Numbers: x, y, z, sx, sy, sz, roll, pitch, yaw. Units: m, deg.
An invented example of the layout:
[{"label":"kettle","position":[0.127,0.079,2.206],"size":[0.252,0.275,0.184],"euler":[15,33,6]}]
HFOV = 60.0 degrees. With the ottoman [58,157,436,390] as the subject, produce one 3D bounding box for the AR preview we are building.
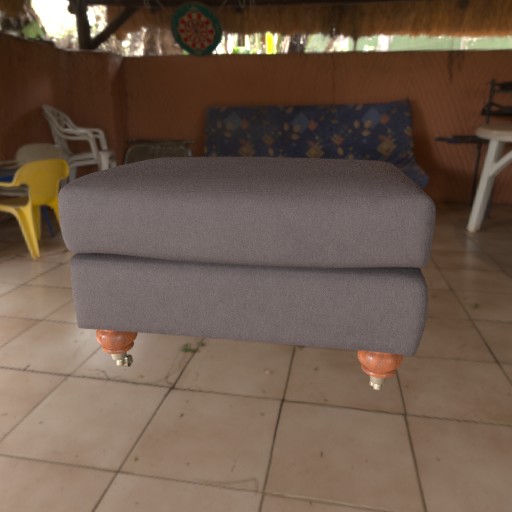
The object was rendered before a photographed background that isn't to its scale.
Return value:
[{"label":"ottoman","position":[0.000,0.000,1.162],"size":[0.773,0.497,0.574],"euler":[3,18,9]}]
